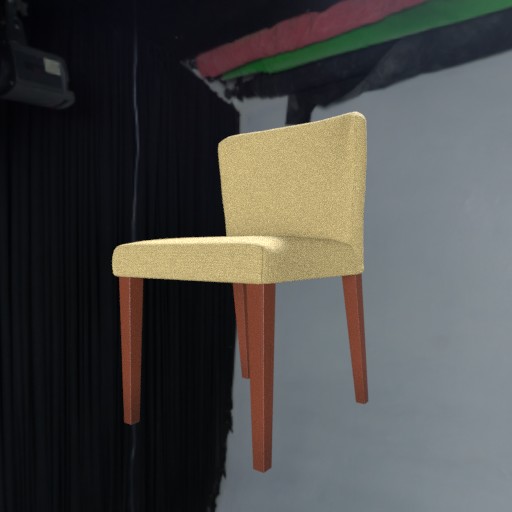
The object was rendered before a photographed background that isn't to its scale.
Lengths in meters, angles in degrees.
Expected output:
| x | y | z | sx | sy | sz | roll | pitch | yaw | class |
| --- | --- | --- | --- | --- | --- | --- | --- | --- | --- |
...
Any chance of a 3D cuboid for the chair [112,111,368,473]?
| x | y | z | sx | sy | sz | roll | pitch | yaw | class |
| --- | --- | --- | --- | --- | --- | --- | --- | --- | --- |
| 0.000 | 0.000 | 1.201 | 0.491 | 0.839 | 0.589 | 0 | 1 | 36 | chair |
